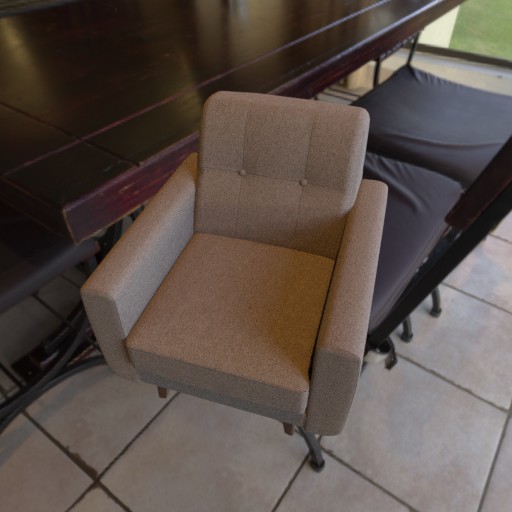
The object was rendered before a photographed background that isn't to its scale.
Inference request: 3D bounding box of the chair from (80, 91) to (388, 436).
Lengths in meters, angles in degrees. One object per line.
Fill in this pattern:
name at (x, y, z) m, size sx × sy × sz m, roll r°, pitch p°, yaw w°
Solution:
chair at (0.000, 0.000, 1.576) m, size 0.831 × 0.839 × 0.907 m, roll 12°, pitch 43°, yaw 13°
